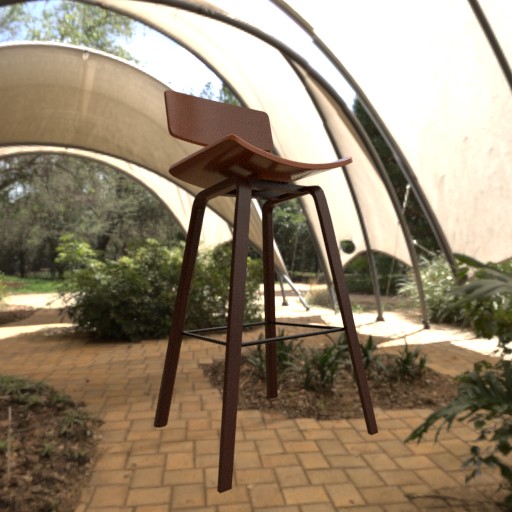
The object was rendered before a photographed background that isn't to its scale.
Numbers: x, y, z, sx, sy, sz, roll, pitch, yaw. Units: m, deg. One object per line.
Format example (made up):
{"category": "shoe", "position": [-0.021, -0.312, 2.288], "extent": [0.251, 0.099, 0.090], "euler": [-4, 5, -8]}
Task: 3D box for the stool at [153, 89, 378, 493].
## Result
{"category": "stool", "position": [0.000, 0.000, 1.234], "extent": [0.509, 0.969, 0.440], "euler": [-1, 1, -36]}
